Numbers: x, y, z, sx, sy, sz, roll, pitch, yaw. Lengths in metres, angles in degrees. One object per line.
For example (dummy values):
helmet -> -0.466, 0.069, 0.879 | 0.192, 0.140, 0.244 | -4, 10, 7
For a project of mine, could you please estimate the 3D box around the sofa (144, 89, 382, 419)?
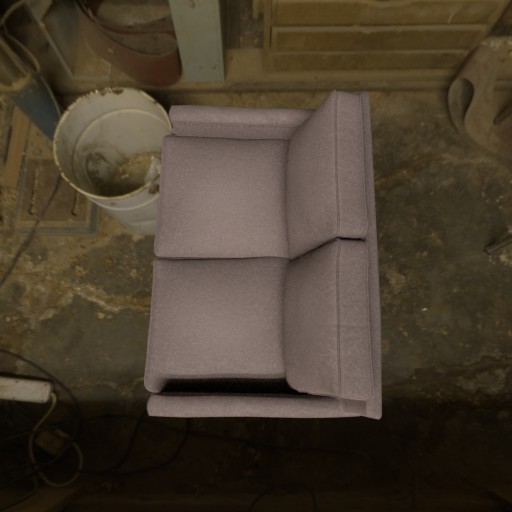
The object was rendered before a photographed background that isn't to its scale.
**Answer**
sofa -> 0.000, 0.000, 2.315 | 1.084, 1.003, 1.597 | 1, 77, 0
